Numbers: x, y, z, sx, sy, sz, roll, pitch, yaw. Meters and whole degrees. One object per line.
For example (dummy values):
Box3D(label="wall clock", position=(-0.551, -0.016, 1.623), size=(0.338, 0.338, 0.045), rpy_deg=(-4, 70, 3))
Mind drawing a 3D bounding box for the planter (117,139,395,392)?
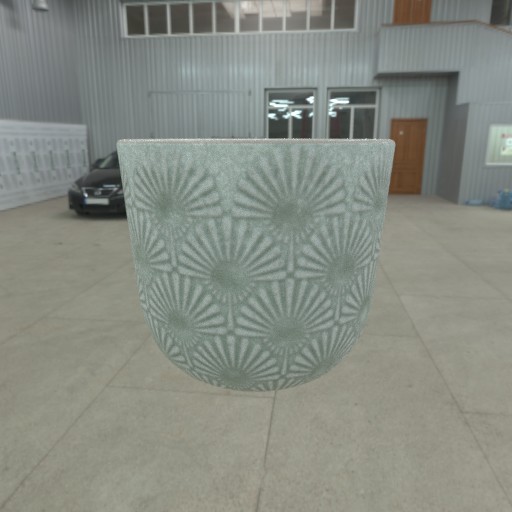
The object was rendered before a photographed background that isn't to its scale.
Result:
Box3D(label="planter", position=(0.000, 0.000, 0.300), size=(0.170, 0.152, 0.170), rpy_deg=(0, 14, 0))
